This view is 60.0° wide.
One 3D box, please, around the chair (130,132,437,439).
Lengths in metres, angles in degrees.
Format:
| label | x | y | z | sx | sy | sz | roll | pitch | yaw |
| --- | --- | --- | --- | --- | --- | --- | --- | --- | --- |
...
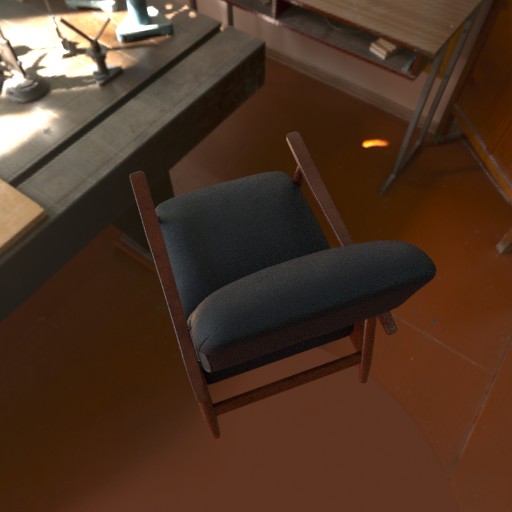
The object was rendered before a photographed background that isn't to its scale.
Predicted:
| label | x | y | z | sx | sy | sz | roll | pitch | yaw |
| --- | --- | --- | --- | --- | --- | --- | --- | --- | --- |
| chair | 0.000 | 0.000 | 1.733 | 0.762 | 1.082 | 1.014 | -17 | 60 | -10 |
